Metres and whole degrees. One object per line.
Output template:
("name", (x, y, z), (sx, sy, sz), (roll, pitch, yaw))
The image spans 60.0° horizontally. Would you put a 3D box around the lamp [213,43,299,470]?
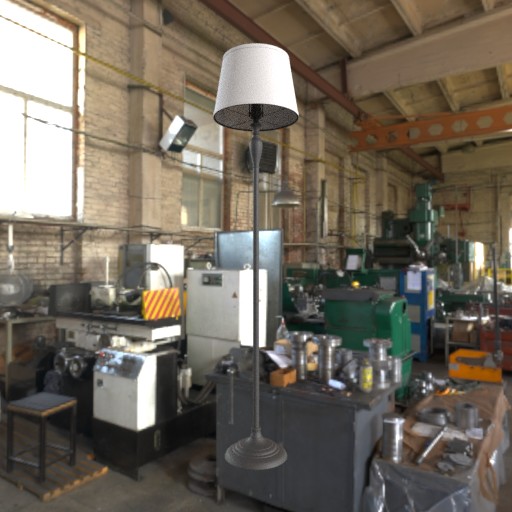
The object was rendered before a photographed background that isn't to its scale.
("lamp", (0.000, 0.000, 1.687), (0.327, 1.506, 0.327), (0, -1, 0))
